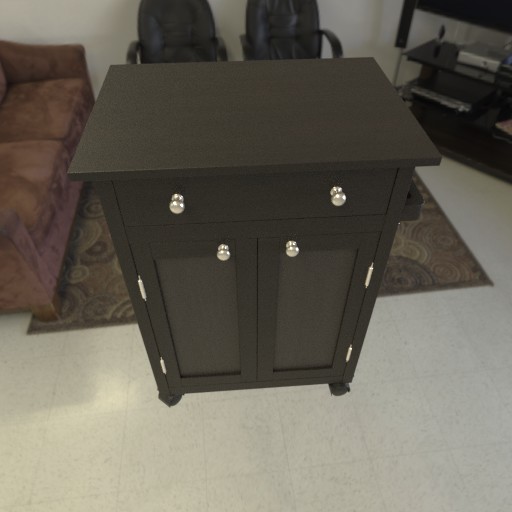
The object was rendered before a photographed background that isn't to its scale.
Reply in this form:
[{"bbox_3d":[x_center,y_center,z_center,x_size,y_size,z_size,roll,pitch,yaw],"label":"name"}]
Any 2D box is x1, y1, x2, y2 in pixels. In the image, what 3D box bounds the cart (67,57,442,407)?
[{"bbox_3d":[0.000,0.000,1.219,0.660,0.879,0.456,-3,45,-3],"label":"cart"}]
